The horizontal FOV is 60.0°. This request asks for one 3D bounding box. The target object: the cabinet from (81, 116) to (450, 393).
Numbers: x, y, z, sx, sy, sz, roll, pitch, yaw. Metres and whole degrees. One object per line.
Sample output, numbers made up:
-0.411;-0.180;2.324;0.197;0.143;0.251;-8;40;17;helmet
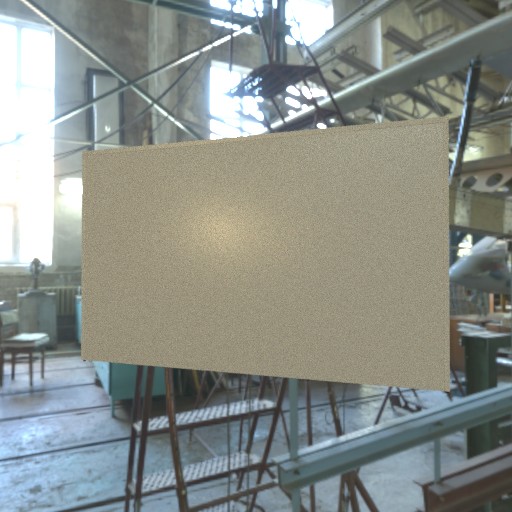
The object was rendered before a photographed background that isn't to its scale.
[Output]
0.000;0.000;1.848;1.450;0.900;0.380;0;-1;19;cabinet
